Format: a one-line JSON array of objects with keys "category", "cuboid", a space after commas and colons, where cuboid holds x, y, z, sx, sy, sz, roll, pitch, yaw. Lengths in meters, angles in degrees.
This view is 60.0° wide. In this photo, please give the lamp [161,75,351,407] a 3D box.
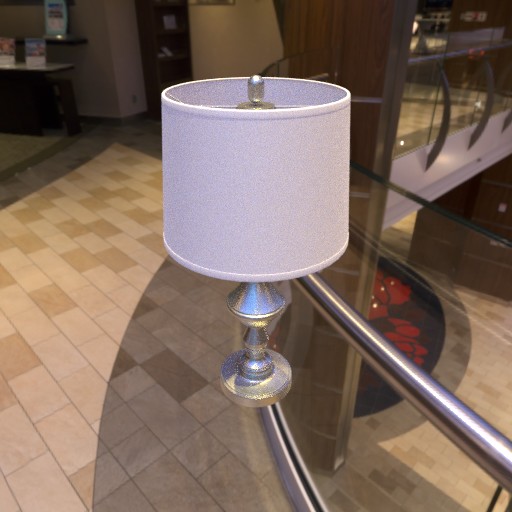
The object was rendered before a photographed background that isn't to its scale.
[{"category": "lamp", "cuboid": [0.000, 0.000, 0.961, 0.383, 0.733, 0.383, 0, 30, 0]}]
